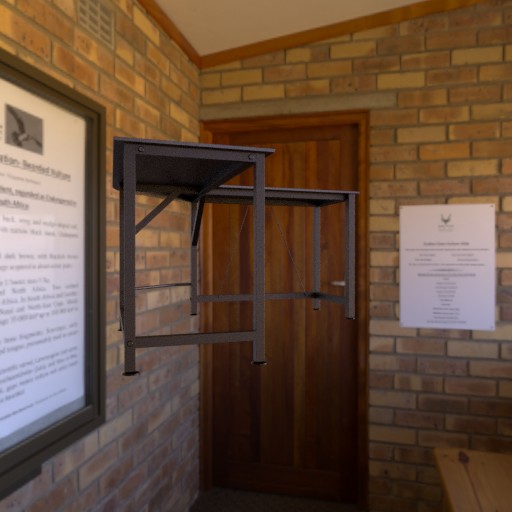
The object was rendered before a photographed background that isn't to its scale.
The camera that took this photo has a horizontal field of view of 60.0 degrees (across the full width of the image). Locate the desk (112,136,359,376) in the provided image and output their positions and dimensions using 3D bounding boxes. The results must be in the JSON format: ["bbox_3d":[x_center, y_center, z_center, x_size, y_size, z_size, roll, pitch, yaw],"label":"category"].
[{"bbox_3d":[0.000,0.000,2.275,1.400,0.762,1.400,0,0,-18],"label":"desk"}]
